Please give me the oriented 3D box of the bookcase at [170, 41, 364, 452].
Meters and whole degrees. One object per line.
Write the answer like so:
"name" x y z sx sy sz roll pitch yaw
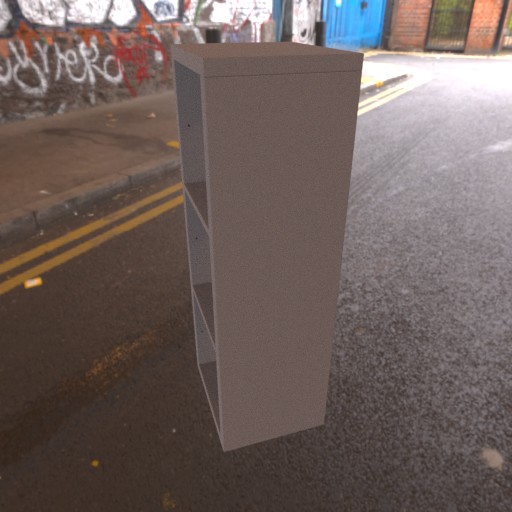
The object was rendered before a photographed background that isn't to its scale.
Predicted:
"bookcase" 0.000 0.000 1.269 0.330 1.080 0.390 -9 30 -16
